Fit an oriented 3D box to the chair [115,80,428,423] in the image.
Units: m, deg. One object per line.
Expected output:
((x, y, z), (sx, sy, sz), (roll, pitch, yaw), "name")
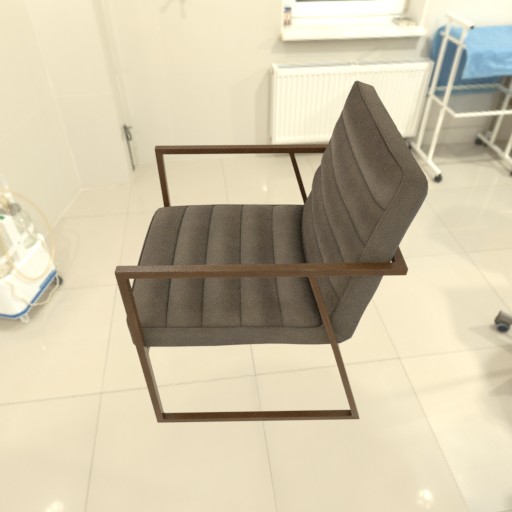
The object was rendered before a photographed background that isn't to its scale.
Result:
((0.000, 0.000, 1.300), (0.682, 0.843, 0.578), (-1, 41, -1), "chair")
